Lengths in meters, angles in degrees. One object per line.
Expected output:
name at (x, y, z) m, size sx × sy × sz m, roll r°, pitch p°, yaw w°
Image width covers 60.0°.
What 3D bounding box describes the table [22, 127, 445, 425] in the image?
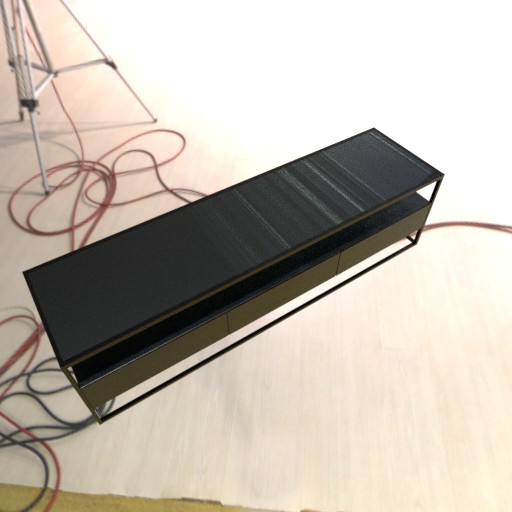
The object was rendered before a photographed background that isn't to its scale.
table at (0.000, 0.000, 1.692) m, size 1.486 × 0.395 × 0.399 m, roll -26°, pitch 53°, yaw -21°
